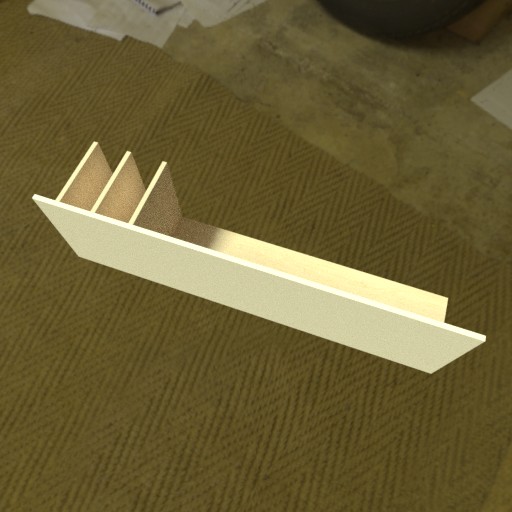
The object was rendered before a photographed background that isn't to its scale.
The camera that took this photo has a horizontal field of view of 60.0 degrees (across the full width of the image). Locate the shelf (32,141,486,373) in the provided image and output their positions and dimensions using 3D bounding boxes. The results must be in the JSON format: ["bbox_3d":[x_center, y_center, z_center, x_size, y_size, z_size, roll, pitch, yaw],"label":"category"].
[{"bbox_3d":[0.000,0.000,1.118,1.020,0.300,0.200,17,65,8],"label":"shelf"}]
